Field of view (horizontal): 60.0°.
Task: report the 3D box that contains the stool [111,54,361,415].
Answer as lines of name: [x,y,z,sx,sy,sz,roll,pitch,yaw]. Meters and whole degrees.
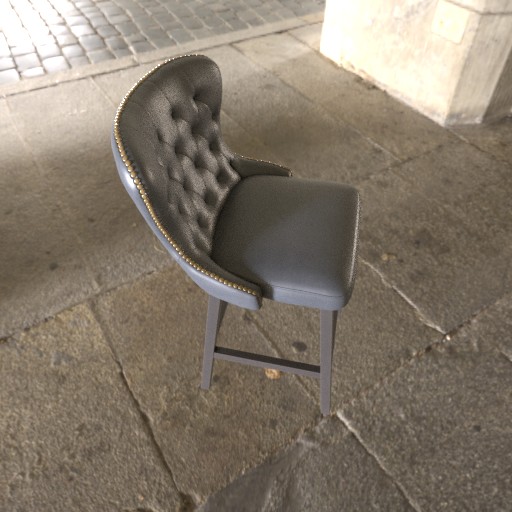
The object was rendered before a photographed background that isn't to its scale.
stool: [0.000,0.000,1.298,0.593,0.971,0.528,9,48,8]
